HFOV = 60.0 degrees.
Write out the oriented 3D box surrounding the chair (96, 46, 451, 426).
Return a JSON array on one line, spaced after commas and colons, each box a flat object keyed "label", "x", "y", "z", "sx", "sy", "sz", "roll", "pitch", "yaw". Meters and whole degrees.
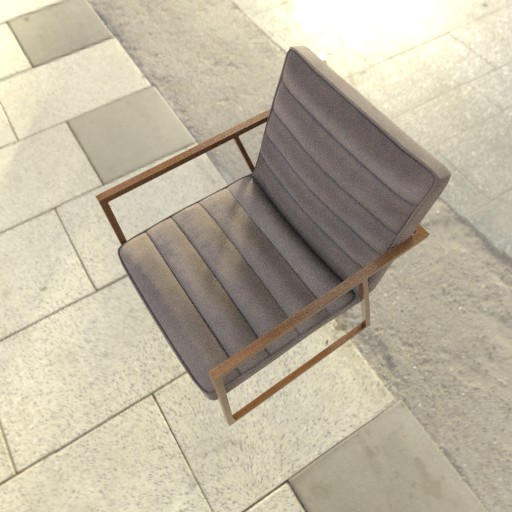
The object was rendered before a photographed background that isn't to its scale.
[{"label": "chair", "x": 0.000, "y": 0.000, "z": 1.299, "sx": 0.682, "sy": 0.843, "sz": 0.578, "roll": -31, "pitch": 65, "yaw": -16}]
